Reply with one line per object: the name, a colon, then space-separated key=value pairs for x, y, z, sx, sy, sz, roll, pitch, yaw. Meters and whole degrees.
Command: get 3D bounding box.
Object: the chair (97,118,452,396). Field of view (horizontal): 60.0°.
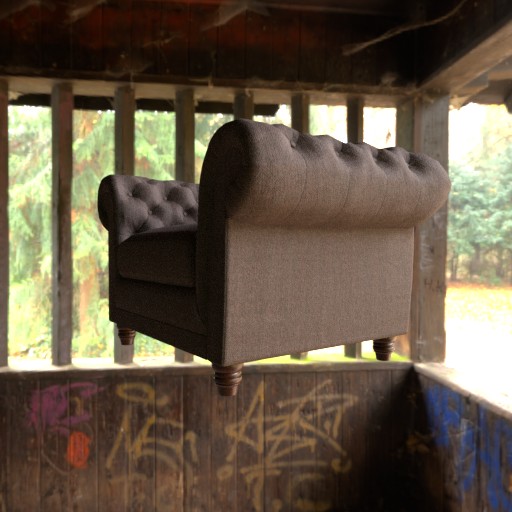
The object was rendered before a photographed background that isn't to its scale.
chair: x=0.000 y=0.000 z=1.836 sx=0.945 sy=0.780 sz=1.298 roll=0 pitch=1 yaw=-36
